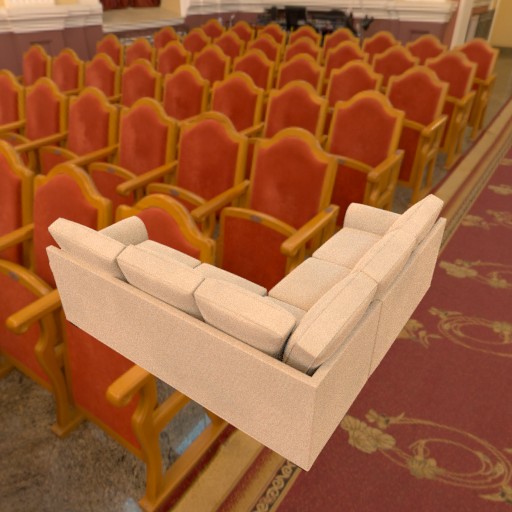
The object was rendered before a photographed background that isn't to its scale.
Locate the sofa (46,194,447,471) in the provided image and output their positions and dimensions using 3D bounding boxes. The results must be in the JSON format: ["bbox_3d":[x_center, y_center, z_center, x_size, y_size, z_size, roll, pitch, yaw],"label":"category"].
[{"bbox_3d":[0.000,0.000,3.949,2.569,1.054,2.487,21,37,30],"label":"sofa"}]
